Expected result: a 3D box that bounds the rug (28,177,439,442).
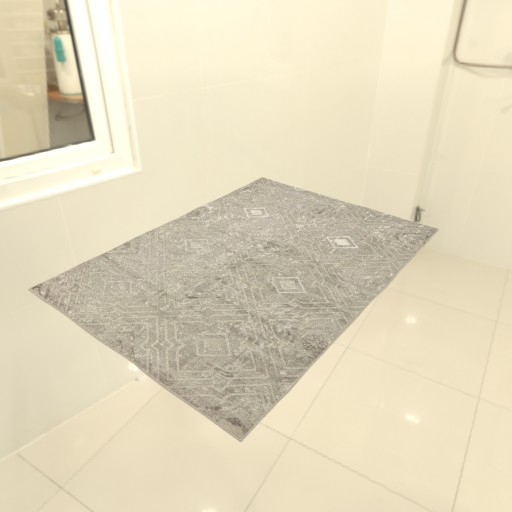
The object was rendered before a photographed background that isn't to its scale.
[{"bbox_3d":[0.000,0.000,4.347,2.448,0.020,3.359,23,38,32],"label":"rug"}]
